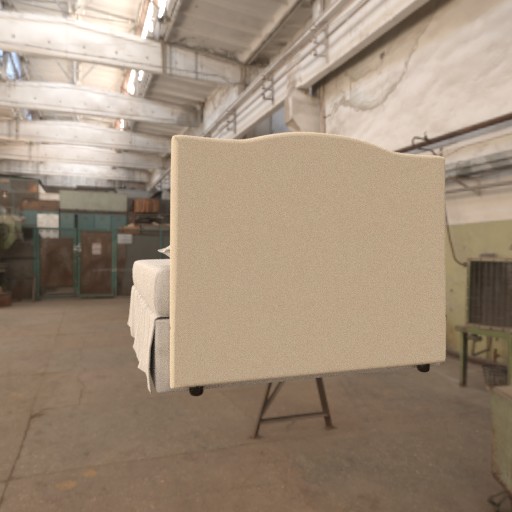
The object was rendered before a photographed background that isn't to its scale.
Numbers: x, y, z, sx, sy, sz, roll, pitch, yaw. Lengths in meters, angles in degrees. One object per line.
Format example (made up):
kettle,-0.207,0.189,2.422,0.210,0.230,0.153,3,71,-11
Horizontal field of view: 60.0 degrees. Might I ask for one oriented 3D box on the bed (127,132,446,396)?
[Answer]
bed,0.000,0.000,3.683,1.977,1.437,2.477,0,1,-18
